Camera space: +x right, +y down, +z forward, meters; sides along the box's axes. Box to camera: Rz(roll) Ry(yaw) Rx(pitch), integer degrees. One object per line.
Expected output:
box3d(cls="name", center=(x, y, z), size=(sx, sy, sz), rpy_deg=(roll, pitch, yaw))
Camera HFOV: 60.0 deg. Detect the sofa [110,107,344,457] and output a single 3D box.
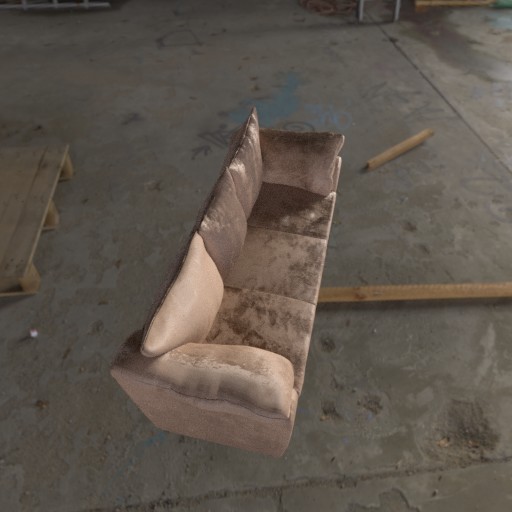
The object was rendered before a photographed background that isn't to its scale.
box3d(cls="sofa", center=(0.000, 0.000, 2.913), size=(0.893, 0.981, 2.377), rpy_deg=(10, 46, 9))
